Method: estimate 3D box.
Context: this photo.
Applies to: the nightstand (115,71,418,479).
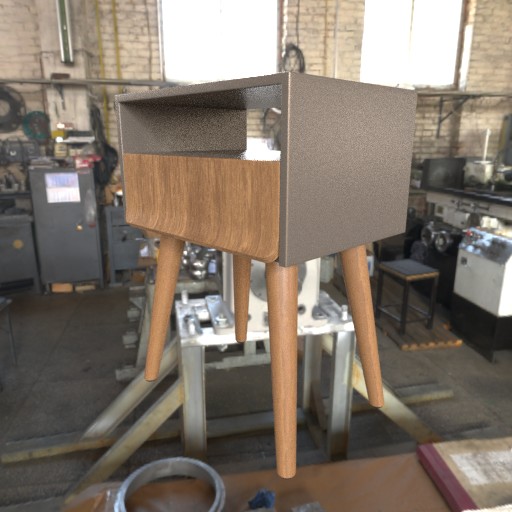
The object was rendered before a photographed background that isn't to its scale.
[{"bbox_3d":[0.000,0.000,0.731,0.288,0.508,0.370,-14,21,-42],"label":"nightstand"}]
